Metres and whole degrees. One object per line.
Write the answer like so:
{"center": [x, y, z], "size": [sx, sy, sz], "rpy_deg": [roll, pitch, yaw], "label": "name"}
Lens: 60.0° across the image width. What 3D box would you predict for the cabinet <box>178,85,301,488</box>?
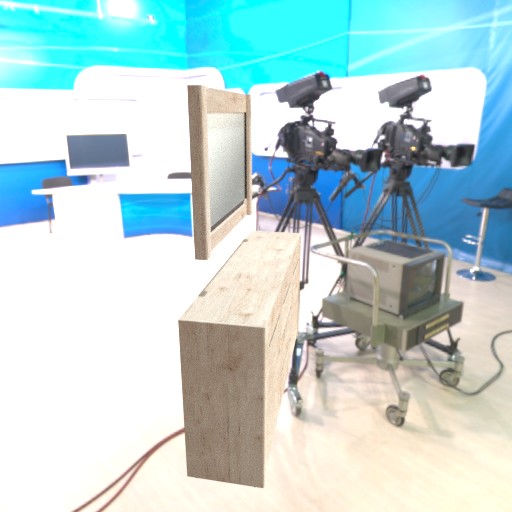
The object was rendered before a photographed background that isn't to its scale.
{"center": [0.000, 0.000, 2.828], "size": [0.420, 1.981, 1.700], "rpy_deg": [3, 18, 11], "label": "cabinet"}
